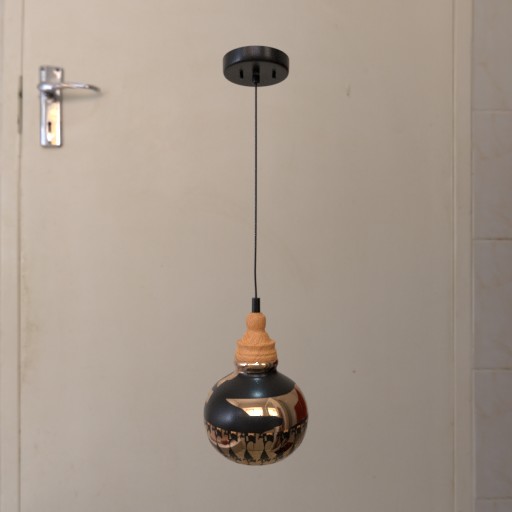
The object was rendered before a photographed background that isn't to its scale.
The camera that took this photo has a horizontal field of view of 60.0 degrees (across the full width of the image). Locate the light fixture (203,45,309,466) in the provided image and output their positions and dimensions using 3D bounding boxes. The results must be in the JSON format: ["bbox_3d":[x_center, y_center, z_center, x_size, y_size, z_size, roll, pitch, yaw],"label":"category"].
[{"bbox_3d":[0.000,0.000,1.828,0.430,1.606,0.430,0,0,0],"label":"light fixture"}]
